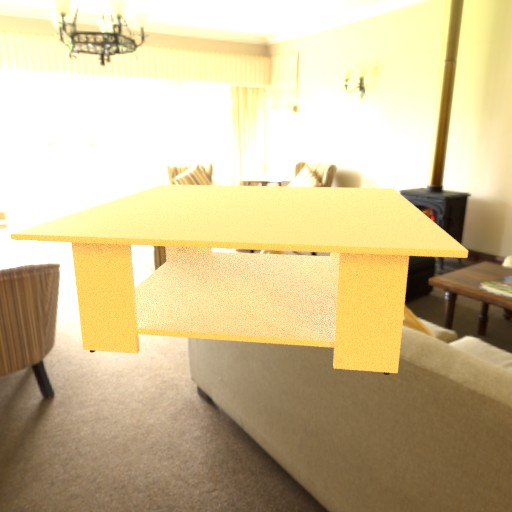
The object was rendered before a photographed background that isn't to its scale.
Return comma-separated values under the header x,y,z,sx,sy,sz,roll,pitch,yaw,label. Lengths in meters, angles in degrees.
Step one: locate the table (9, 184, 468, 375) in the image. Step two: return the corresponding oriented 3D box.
x,y,z,sx,sy,sz,roll,pitch,yaw,label
0.000,0.000,1.309,0.890,0.305,0.890,2,16,8,table
